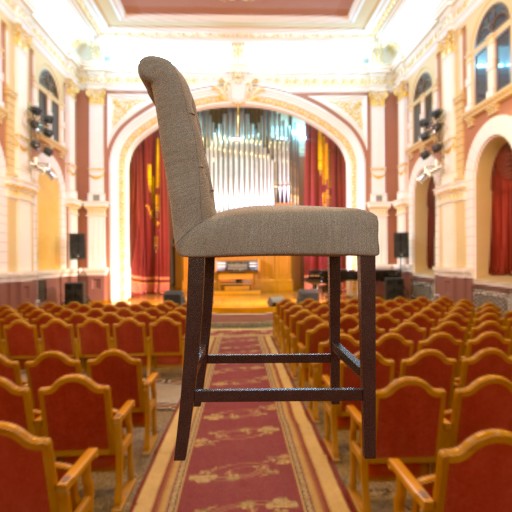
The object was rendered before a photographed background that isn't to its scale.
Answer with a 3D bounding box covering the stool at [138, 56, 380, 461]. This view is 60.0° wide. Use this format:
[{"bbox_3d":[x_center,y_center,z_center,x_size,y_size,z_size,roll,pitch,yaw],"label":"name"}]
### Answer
[{"bbox_3d":[0.000,0.000,1.407,0.660,1.084,0.486,0,0,-2],"label":"stool"}]
